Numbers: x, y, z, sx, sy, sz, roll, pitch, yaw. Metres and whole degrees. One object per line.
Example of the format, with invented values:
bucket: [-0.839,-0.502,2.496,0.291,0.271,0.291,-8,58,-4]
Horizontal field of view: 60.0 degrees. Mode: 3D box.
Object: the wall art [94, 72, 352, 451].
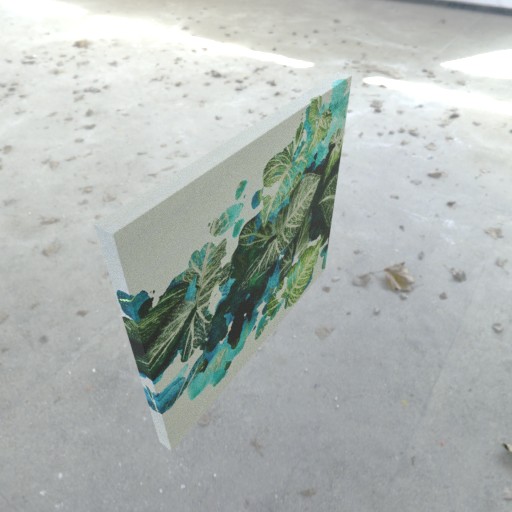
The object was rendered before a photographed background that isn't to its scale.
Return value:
wall art: [0.000,0.000,1.003,0.043,0.610,0.711,25,47,25]
